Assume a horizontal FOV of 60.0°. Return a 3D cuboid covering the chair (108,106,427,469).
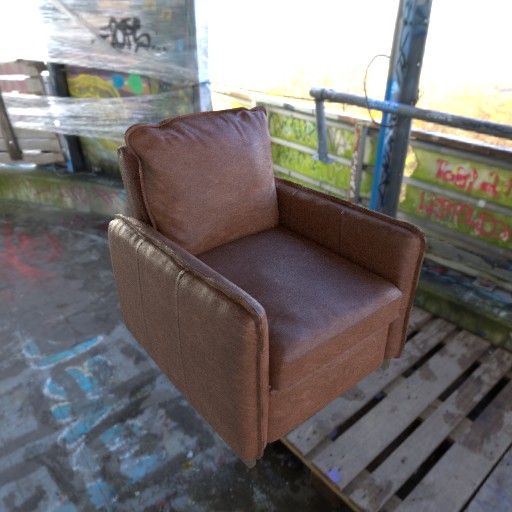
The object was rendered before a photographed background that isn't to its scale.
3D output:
[{"bbox_3d":[0.000,0.000,1.626,0.830,0.922,0.922,-22,36,-33],"label":"chair"}]
